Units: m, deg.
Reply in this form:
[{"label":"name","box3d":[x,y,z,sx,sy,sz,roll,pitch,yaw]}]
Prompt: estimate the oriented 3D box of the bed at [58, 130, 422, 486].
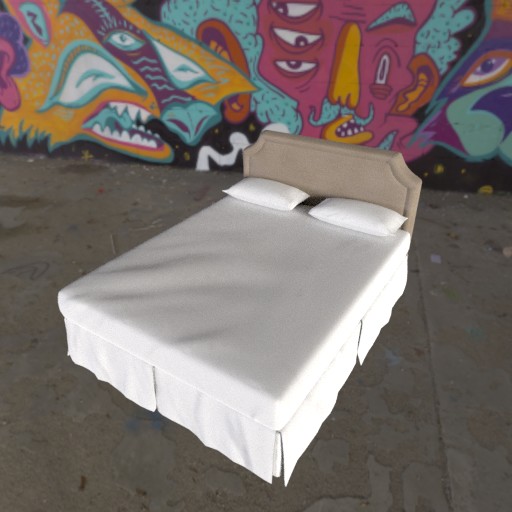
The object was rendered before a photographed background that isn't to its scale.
[{"label":"bed","box3d":[0.000,0.000,3.557,1.977,1.293,2.498,18,35,28]}]
